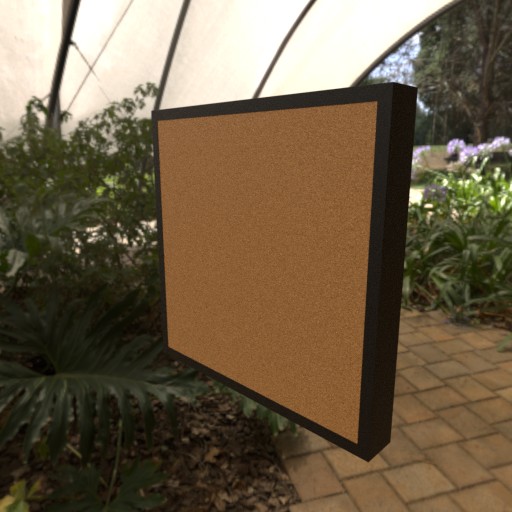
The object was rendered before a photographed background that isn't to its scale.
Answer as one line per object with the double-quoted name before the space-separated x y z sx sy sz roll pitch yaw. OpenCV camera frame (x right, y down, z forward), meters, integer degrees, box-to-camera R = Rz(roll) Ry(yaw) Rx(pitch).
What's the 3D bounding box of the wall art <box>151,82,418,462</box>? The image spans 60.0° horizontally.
"wall art" 0.000 0.000 0.458 0.305 0.304 0.038 13 18 43
